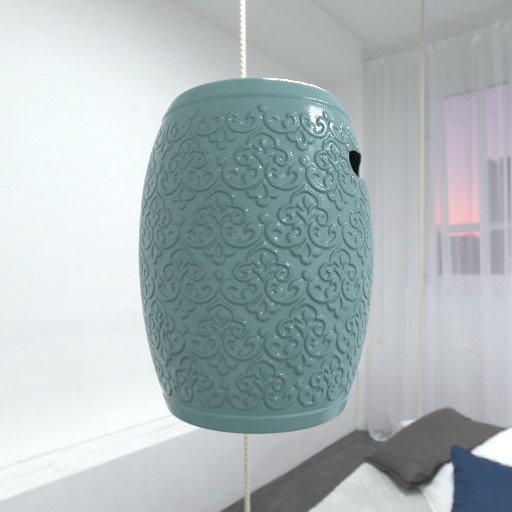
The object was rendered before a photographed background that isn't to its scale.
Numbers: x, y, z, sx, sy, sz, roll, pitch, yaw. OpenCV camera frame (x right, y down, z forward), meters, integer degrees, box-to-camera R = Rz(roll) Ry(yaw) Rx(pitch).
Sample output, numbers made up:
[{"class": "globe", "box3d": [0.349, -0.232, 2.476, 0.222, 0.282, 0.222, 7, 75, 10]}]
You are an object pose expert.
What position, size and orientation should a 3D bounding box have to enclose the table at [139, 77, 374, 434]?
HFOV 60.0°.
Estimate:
[{"class": "table", "box3d": [0.000, 0.000, 0.603, 0.309, 0.397, 0.309, 0, -1, 0]}]
